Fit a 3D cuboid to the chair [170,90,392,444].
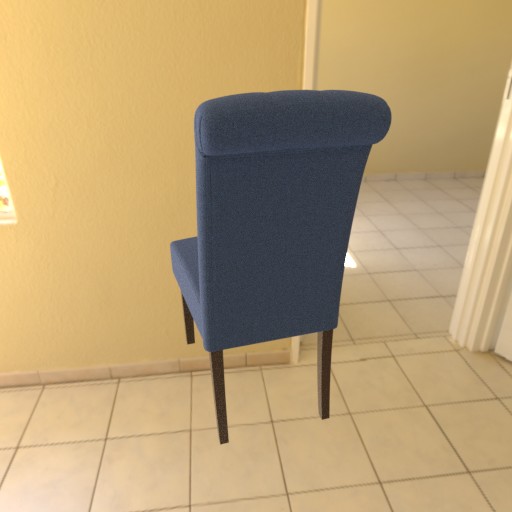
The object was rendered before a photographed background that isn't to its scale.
[{"bbox_3d":[0.000,0.000,1.354,0.456,1.006,0.671,-8,27,-15],"label":"chair"}]
